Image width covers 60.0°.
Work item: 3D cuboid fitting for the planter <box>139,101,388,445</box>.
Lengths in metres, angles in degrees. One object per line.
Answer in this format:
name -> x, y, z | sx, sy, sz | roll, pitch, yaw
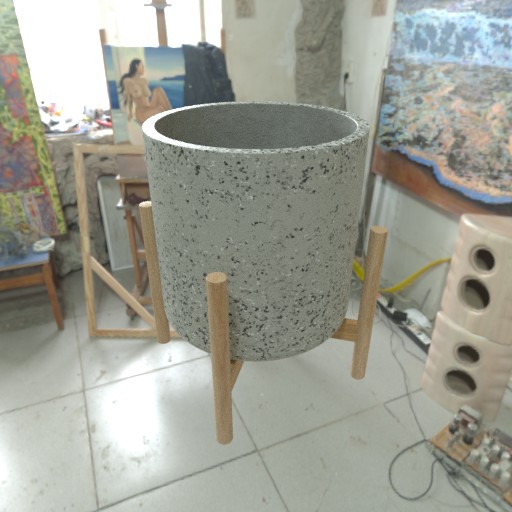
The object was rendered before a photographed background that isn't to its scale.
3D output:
planter -> 0.000, 0.000, 0.705 | 0.360, 0.419, 0.360 | 20, 35, 32
